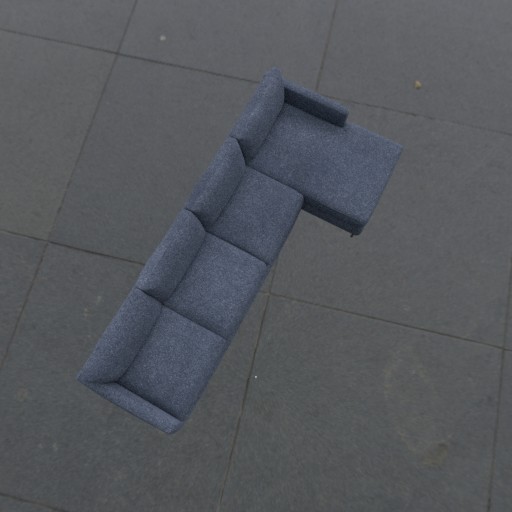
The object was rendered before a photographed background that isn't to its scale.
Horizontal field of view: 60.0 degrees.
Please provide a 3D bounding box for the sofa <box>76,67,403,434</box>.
[{"bbox_3d":[0.000,0.000,3.541,1.350,0.810,2.932,28,77,7],"label":"sofa"}]
